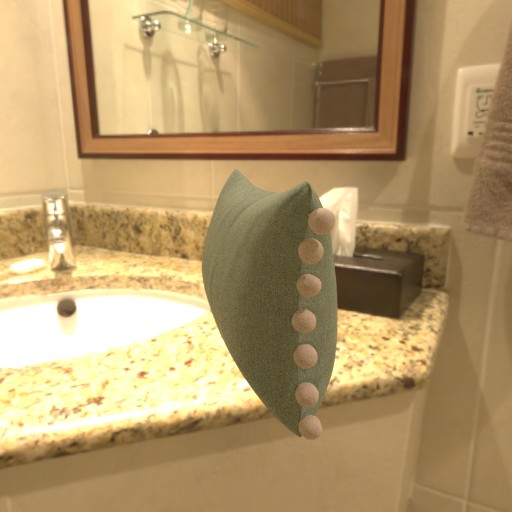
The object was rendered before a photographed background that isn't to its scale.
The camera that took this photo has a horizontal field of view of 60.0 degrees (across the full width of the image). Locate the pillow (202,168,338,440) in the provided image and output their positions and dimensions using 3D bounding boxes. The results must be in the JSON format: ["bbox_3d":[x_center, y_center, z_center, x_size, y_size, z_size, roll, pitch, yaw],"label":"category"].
[{"bbox_3d":[0.000,0.000,0.829,0.201,0.322,0.709,-2,14,-9],"label":"pillow"}]
